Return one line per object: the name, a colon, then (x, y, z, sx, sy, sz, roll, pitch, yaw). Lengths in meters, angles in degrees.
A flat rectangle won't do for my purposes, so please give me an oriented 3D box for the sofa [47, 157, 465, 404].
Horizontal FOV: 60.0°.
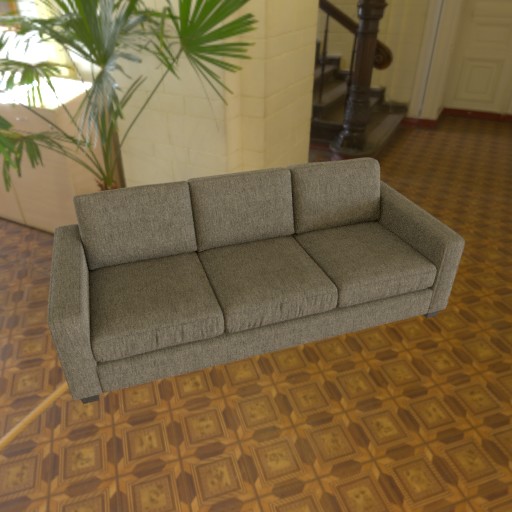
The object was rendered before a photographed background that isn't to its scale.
sofa: (0.000, 0.000, 2.577, 2.160, 0.800, 0.900, -10, 34, -16)
